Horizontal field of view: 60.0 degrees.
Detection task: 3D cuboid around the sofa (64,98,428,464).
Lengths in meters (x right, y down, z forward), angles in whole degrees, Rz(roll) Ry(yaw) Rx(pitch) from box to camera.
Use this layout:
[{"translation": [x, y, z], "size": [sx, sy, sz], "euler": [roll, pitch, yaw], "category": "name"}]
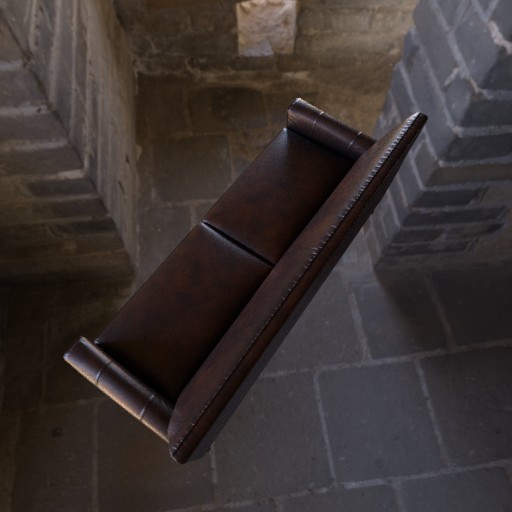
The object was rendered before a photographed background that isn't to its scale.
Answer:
[{"translation": [0.000, 0.000, 2.394], "size": [0.786, 0.871, 1.995], "euler": [32, 67, 15], "category": "sofa"}]
